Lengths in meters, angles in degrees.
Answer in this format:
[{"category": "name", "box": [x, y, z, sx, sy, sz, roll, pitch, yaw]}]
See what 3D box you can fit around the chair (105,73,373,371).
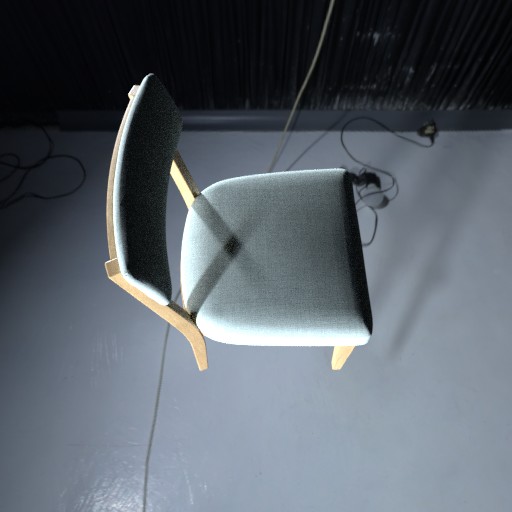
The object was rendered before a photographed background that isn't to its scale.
[{"category": "chair", "box": [0.000, 0.000, 1.213, 0.572, 0.832, 0.508, -1, 64, -1]}]
